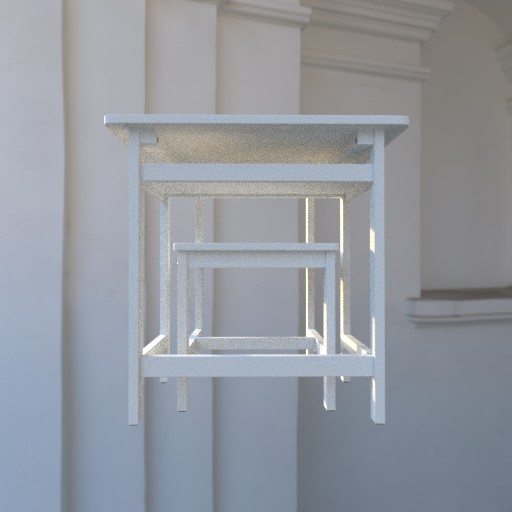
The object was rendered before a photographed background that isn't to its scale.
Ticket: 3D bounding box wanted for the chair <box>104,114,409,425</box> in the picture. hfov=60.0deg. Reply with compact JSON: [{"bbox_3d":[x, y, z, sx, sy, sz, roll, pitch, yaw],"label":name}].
[{"bbox_3d":[0.000,0.000,1.080,0.599,0.673,0.461,0,-1,-1],"label":"chair"}]
